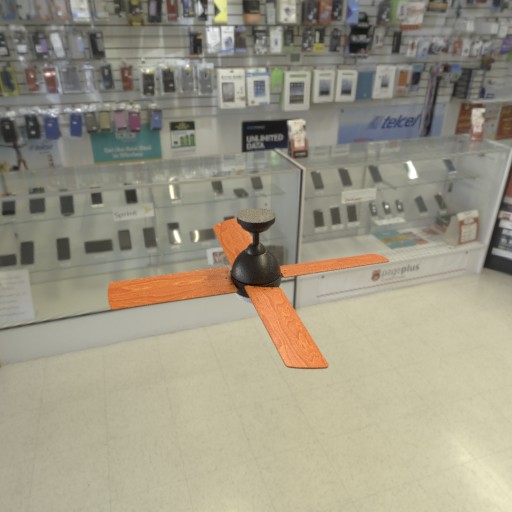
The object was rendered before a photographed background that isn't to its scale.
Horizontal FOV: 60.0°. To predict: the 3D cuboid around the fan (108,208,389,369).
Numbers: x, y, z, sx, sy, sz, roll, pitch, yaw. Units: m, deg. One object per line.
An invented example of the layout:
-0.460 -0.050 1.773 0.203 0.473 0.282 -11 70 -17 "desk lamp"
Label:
0.000 0.000 2.032 1.332 0.403 1.332 -7 28 -14 "fan"
